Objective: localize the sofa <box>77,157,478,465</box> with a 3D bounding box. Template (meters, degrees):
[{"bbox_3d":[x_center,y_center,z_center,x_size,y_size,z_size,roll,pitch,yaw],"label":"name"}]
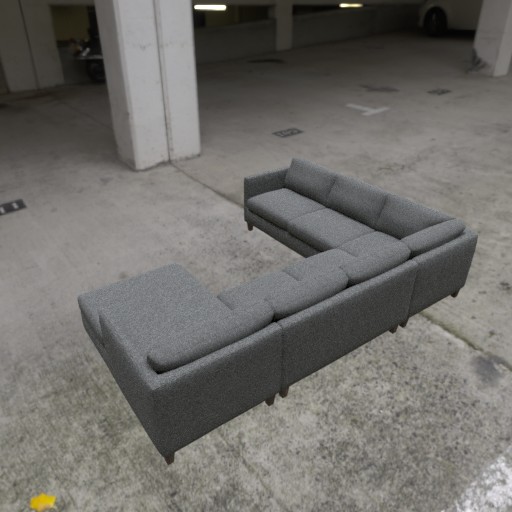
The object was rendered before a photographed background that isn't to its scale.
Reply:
[{"bbox_3d":[0.000,0.000,4.224,3.238,0.853,2.551,-20,35,-30],"label":"sofa"}]
